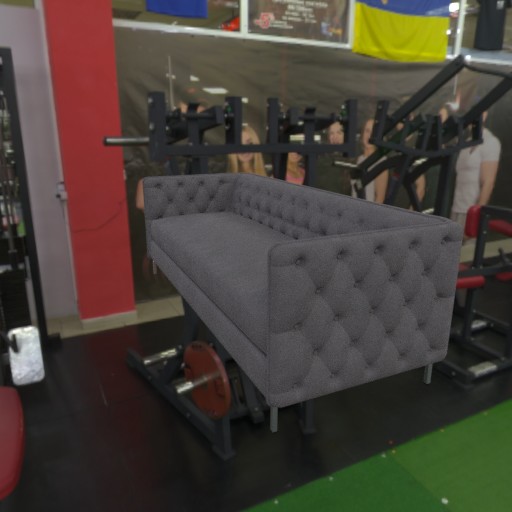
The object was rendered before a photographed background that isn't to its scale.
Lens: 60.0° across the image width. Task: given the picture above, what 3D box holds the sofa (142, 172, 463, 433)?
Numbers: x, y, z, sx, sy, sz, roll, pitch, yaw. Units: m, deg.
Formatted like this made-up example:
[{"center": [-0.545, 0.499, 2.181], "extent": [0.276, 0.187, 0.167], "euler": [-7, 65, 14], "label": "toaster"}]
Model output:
[{"center": [0.000, 0.000, 2.665], "extent": [0.895, 0.771, 2.209], "euler": [-8, 18, -24], "label": "sofa"}]
